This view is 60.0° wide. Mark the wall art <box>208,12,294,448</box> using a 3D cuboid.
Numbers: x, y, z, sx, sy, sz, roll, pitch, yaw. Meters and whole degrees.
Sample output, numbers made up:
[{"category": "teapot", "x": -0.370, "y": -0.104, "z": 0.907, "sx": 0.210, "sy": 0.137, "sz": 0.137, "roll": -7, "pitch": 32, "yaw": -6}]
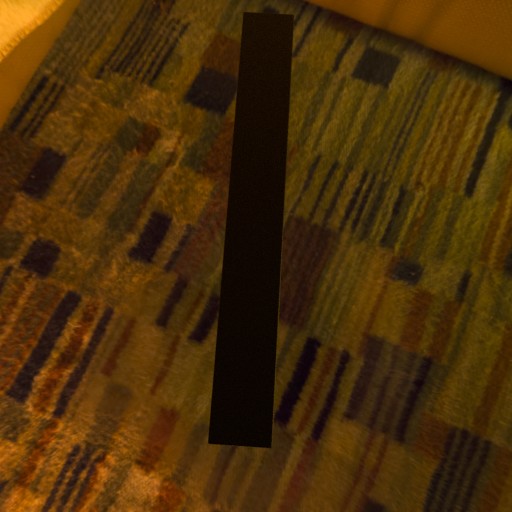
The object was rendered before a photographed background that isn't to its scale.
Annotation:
[{"category": "wall art", "x": 0.000, "y": 0.000, "z": 0.445, "sx": 0.038, "sy": 0.304, "sz": 0.304, "roll": 4, "pitch": 77, "yaw": 1}]
